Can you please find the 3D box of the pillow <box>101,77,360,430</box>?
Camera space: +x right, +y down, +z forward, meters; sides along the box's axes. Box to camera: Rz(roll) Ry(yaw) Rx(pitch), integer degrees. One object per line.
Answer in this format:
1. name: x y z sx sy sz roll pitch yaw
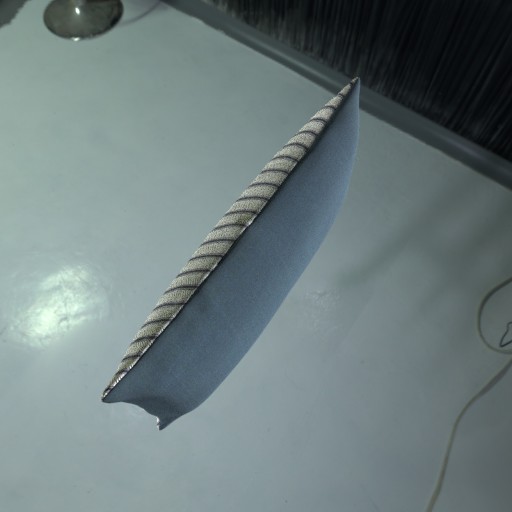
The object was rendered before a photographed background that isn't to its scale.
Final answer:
1. pillow: 0.000 0.000 0.732 0.151 0.305 0.609 31 68 14
